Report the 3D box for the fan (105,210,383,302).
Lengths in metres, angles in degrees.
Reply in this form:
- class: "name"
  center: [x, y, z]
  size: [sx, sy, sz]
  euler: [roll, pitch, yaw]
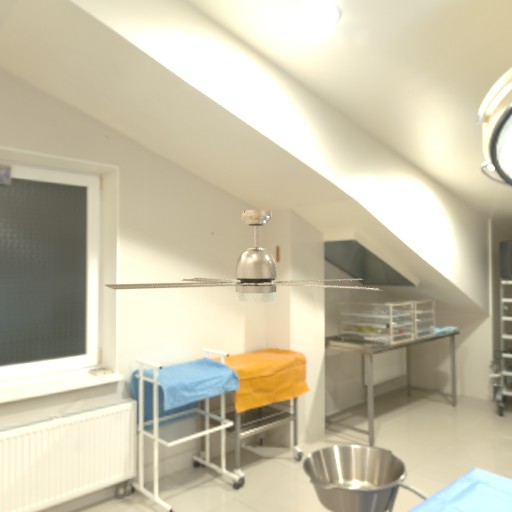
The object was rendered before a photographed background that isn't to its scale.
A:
- class: "fan"
  center: [0.000, 0.000, 2.038]
  size: [1.346, 0.406, 1.346]
  euler: [1, -2, -37]
